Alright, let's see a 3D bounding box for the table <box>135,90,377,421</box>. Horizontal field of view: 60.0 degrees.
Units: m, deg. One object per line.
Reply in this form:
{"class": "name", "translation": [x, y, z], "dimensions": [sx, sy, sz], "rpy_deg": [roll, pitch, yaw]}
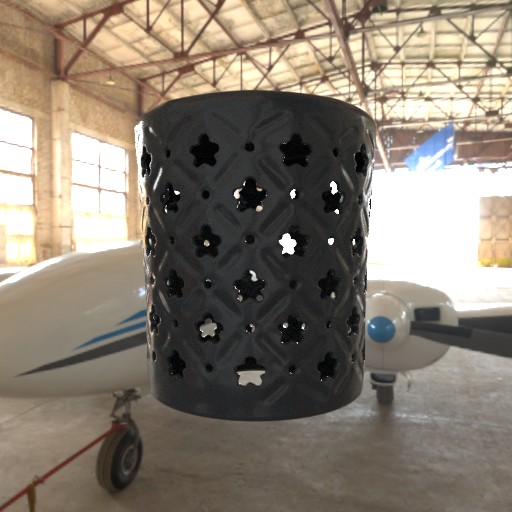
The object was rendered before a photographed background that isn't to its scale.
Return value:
{"class": "table", "translation": [0.000, 0.000, 0.671], "dimensions": [0.352, 0.387, 0.352], "rpy_deg": [0, 1, 0]}
